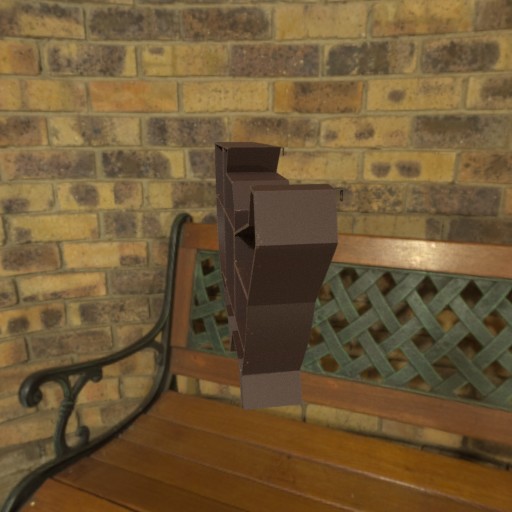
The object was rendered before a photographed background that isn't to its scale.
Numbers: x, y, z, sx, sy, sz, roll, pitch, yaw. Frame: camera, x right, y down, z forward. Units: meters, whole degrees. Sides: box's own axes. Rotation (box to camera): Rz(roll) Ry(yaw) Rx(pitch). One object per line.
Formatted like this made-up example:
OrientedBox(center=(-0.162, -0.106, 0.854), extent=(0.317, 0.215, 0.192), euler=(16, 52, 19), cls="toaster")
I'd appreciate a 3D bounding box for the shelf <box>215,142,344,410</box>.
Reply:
OrientedBox(center=(0.000, 0.000, 0.916), extent=(0.112, 0.439, 0.729), euler=(-2, 16, -8), cls="shelf")
